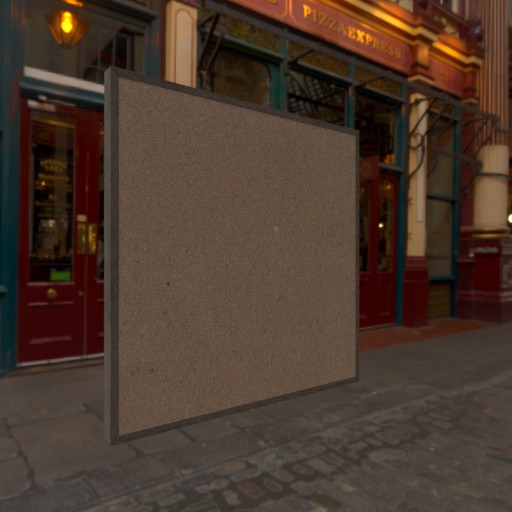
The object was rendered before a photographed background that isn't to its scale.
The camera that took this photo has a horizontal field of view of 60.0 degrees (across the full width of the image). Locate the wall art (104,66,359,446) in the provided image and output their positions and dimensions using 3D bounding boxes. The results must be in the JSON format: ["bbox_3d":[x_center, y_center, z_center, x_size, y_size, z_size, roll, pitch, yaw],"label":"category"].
[{"bbox_3d":[0.000,0.000,1.134,0.762,0.762,0.038,0,0,-37],"label":"wall art"}]
